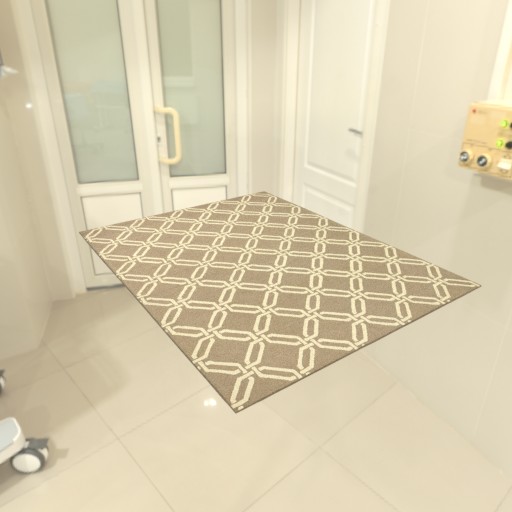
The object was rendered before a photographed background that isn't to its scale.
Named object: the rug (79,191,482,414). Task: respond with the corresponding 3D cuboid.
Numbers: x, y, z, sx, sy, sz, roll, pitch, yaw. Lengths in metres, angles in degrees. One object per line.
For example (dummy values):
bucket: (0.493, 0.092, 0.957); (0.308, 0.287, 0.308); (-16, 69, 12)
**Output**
rug: (0.000, 0.000, 3.939); (2.288, 0.018, 2.895); (-17, 31, -31)
